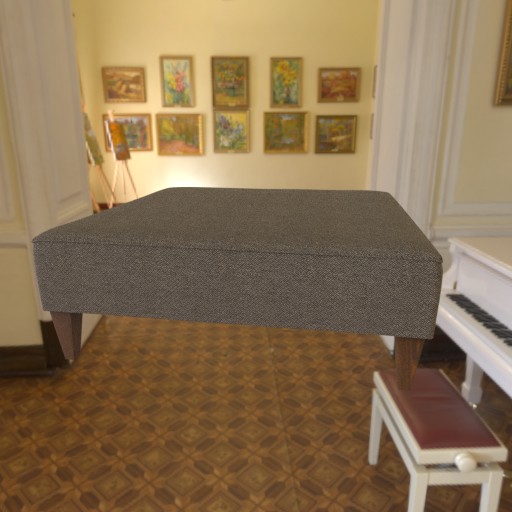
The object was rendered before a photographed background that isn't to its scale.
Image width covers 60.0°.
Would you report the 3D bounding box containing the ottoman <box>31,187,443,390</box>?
[{"bbox_3d":[0.000,0.000,1.505,0.981,0.378,0.970,3,16,9],"label":"ottoman"}]
